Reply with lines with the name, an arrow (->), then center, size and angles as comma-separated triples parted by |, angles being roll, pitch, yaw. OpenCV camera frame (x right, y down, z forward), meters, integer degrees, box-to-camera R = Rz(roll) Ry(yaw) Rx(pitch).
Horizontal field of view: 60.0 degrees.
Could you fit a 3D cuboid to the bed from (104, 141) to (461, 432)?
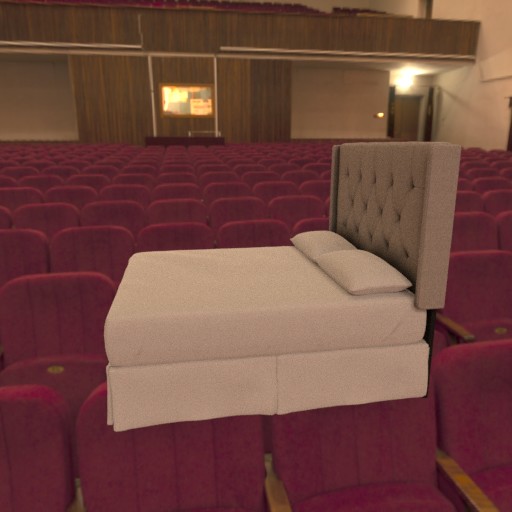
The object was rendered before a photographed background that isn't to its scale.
bed -> 0.000, 0.000, 3.340 | 2.066, 1.665, 1.719 | -2, 14, -9
